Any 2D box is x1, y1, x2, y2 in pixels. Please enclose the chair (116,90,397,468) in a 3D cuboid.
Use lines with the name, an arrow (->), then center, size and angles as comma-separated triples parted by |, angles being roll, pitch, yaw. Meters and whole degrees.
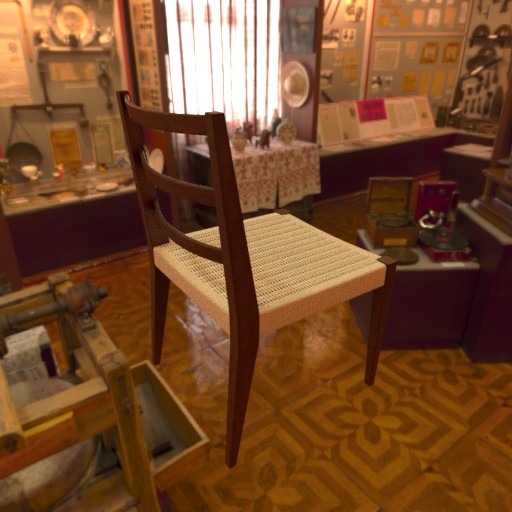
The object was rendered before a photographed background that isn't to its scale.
chair -> 0.000, 0.000, 1.171 | 0.551, 0.813, 0.480 | -16, 30, -31
